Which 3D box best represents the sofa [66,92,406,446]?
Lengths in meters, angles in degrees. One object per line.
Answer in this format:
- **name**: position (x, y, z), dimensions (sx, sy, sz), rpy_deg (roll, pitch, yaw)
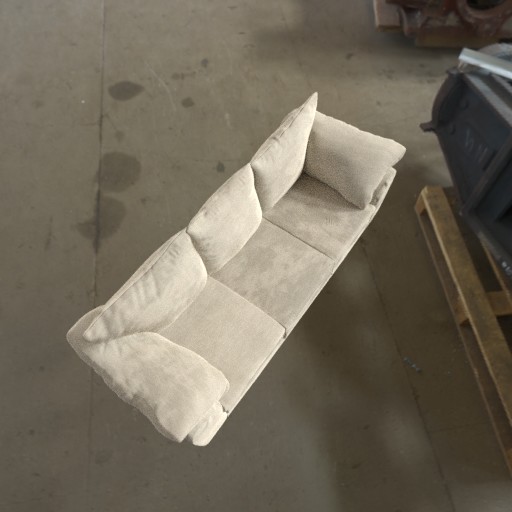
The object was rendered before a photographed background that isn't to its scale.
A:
- **sofa**: position (0.000, 0.000, 2.908), dimensions (0.893, 0.981, 2.377), rpy_deg (32, 63, 18)
